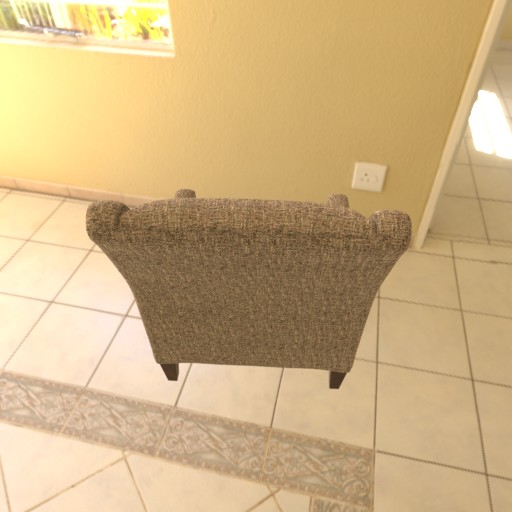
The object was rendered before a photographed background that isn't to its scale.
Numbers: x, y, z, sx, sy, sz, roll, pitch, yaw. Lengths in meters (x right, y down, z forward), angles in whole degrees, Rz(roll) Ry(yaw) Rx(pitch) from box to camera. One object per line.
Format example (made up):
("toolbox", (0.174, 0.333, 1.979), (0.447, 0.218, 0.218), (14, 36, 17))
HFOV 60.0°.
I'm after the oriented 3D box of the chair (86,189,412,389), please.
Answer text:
("chair", (0.000, 0.000, 1.636), (0.774, 1.014, 0.870), (2, 44, 2))
